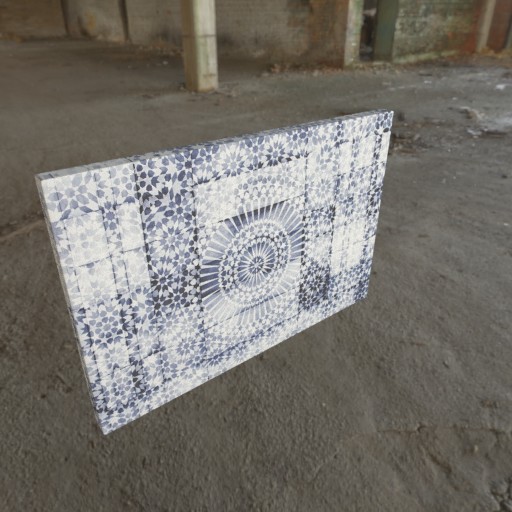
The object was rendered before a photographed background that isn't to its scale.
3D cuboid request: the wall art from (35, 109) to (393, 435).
[{"bbox_3d":[0.000,0.000,0.747,0.608,0.406,0.030,-21,35,-32],"label":"wall art"}]
